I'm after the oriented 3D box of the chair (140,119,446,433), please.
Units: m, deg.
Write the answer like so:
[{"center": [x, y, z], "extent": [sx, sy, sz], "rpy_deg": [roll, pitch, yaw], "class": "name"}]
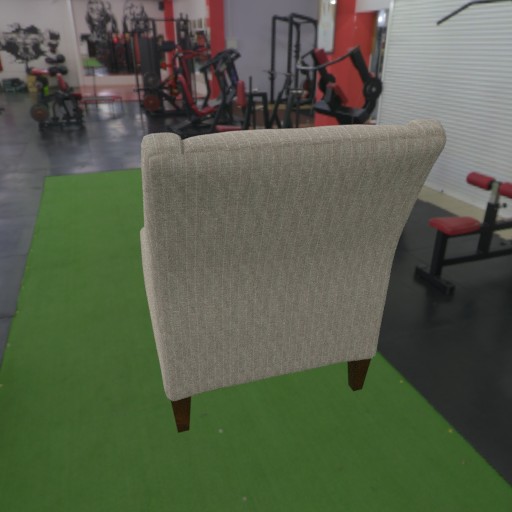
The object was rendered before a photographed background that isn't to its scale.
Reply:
[{"center": [0.000, 0.000, 1.581], "extent": [0.774, 1.014, 0.870], "rpy_deg": [-8, 26, -16], "class": "chair"}]
